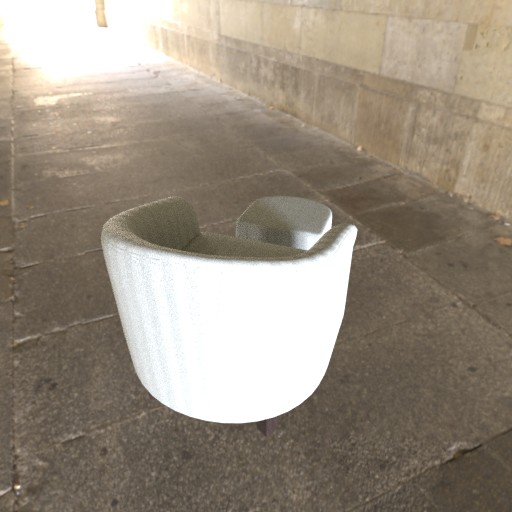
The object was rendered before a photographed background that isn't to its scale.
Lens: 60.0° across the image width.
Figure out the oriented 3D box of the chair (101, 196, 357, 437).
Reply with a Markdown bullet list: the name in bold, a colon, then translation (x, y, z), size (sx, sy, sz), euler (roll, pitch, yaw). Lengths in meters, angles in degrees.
- **chair**: translation (0.000, 0.000, 1.775), size (0.756, 0.757, 1.288), euler (11, 34, 17)
